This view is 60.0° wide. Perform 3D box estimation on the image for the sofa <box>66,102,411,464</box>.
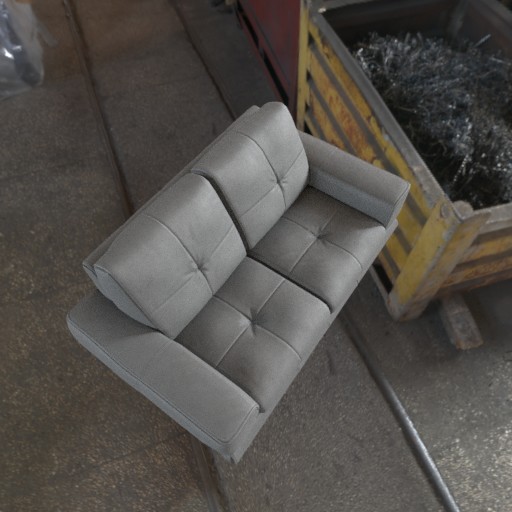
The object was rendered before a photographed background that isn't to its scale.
[{"bbox_3d":[0.000,0.000,2.410,1.018,0.907,1.806,31,63,18],"label":"sofa"}]
